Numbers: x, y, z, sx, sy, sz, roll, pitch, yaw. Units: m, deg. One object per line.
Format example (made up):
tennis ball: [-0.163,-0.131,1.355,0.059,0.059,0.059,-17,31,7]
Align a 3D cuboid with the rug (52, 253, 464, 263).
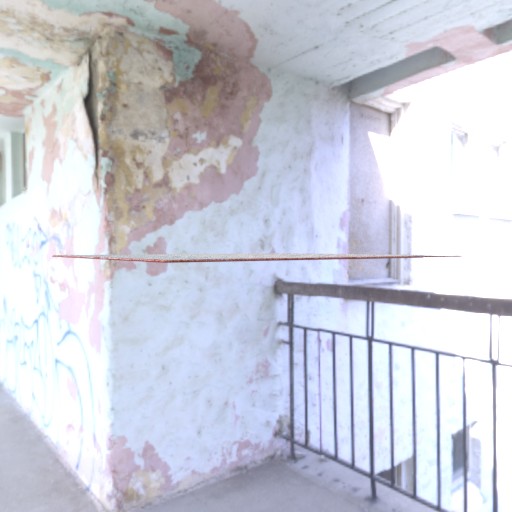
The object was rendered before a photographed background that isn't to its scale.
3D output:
rug: [0.000,0.000,4.191,3.050,0.016,2.441,-1,1,-37]
